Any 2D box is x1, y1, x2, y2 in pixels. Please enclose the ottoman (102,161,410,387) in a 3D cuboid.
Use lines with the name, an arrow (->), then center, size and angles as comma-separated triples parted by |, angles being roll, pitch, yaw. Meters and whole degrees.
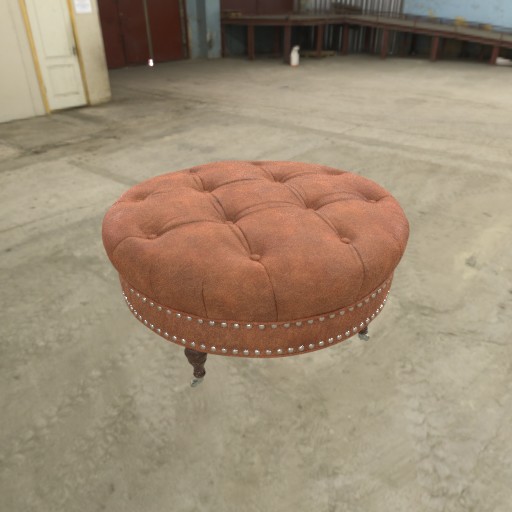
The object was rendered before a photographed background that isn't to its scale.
ottoman -> 0.000, 0.000, 1.425 | 0.901, 0.444, 0.901 | 0, 29, 0
